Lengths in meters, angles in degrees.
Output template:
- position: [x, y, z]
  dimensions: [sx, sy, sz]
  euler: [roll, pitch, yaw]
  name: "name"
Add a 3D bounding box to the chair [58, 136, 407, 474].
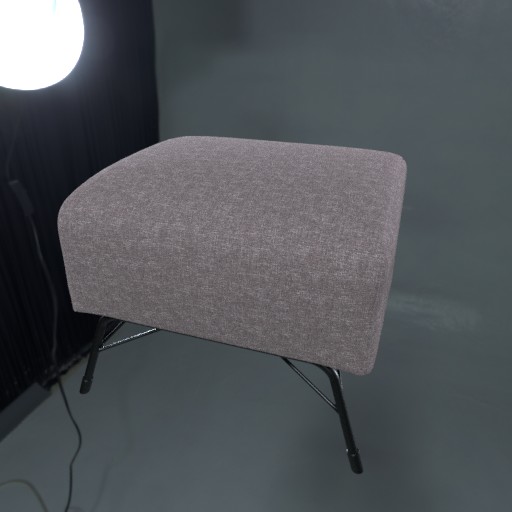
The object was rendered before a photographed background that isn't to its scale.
- position: [0.000, 0.000, 0.885]
  dimensions: [0.530, 0.410, 0.530]
  euler: [9, 29, 17]
  name: "chair"
